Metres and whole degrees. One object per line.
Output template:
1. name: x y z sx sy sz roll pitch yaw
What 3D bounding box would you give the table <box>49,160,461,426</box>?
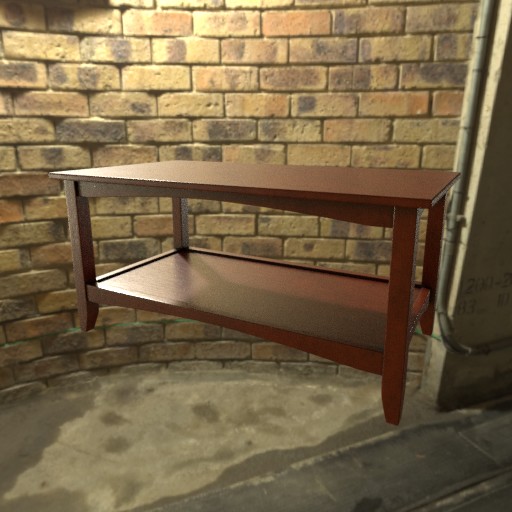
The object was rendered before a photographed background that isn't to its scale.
1. table: 0.000 0.000 1.224 0.943 0.456 0.533 9 18 27
